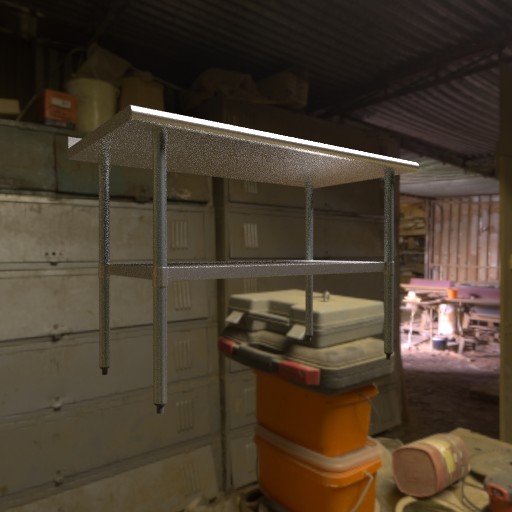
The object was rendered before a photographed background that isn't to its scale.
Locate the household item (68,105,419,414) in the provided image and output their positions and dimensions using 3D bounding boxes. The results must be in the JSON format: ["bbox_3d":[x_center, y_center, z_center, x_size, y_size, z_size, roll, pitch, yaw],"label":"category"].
[{"bbox_3d":[0.000,0.000,1.707,1.219,0.851,0.610,0,1,-37],"label":"household item"}]
